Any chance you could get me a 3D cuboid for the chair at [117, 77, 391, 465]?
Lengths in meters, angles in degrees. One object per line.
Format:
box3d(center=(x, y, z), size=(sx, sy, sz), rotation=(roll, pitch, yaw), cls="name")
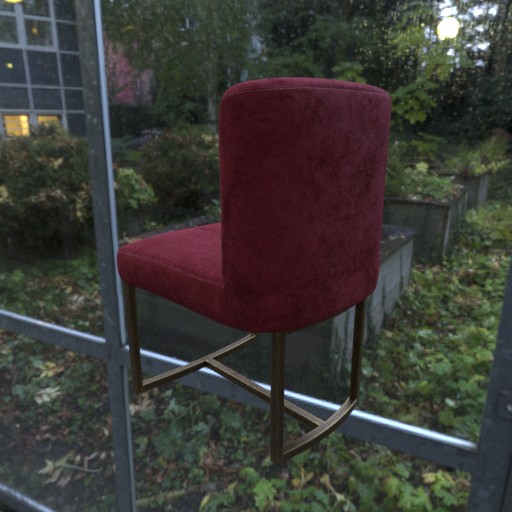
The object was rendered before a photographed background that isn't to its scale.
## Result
box3d(center=(0.000, 0.000, 1.161), size=(0.530, 0.824, 0.560), rotation=(-15, 22, -42), cls="chair")
